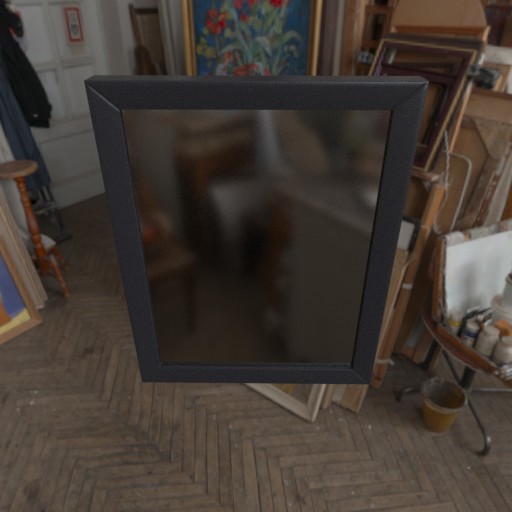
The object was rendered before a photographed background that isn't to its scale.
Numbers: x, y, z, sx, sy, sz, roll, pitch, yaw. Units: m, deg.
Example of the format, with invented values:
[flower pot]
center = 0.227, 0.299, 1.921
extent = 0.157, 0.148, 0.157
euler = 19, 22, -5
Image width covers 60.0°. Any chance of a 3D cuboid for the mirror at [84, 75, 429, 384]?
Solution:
[mirror]
center = 0.000, 0.000, 0.670
extent = 0.405, 0.508, 0.041
euler = 0, 32, 1
